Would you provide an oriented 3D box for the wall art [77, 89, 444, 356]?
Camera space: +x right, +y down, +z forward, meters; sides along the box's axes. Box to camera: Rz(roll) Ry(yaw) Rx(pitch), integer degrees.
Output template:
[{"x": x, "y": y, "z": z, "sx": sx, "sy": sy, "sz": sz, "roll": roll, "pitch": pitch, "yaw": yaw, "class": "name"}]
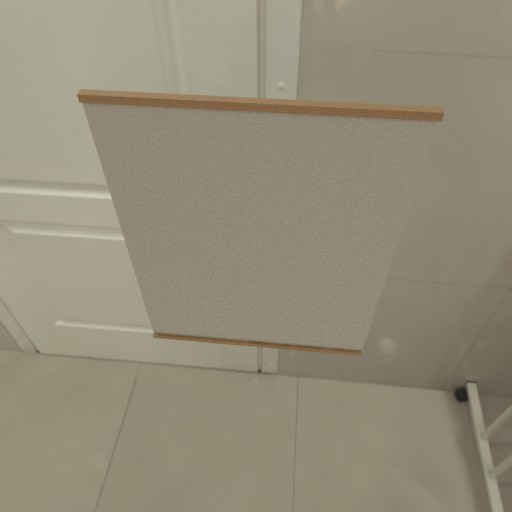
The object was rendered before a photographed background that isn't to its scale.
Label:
[{"x": 0.000, "y": 0.000, "z": 0.677, "sx": 0.405, "sy": 0.508, "sz": 0.012, "roll": 4, "pitch": 48, "yaw": 4, "class": "wall art"}]
